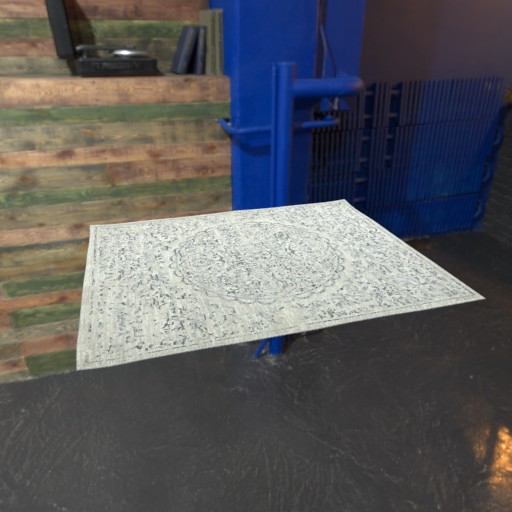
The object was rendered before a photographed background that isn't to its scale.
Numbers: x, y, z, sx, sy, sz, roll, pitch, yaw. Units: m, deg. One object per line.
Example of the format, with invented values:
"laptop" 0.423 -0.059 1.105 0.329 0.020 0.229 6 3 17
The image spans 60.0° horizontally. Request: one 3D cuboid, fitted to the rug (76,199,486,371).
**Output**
"rug" 0.000 0.000 3.974 2.925 0.026 2.343 -7 27 -15
